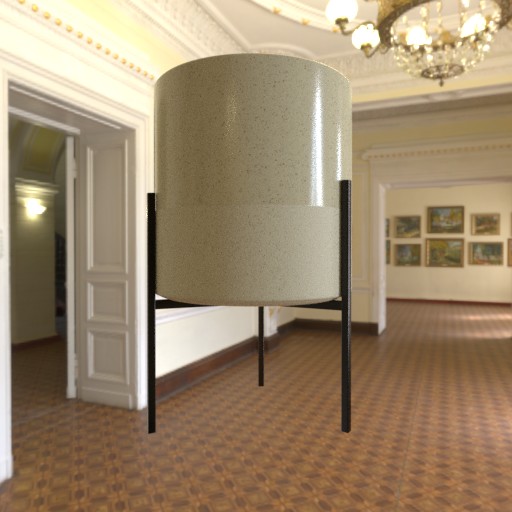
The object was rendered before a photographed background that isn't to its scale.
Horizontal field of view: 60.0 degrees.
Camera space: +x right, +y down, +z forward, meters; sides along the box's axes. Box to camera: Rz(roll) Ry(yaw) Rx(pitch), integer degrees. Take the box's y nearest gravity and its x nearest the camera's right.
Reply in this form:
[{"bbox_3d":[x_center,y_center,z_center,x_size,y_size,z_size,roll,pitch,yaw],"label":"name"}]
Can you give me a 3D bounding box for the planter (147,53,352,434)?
[{"bbox_3d":[0.000,0.000,0.535,0.243,0.390,0.234,0,1,36],"label":"planter"}]
